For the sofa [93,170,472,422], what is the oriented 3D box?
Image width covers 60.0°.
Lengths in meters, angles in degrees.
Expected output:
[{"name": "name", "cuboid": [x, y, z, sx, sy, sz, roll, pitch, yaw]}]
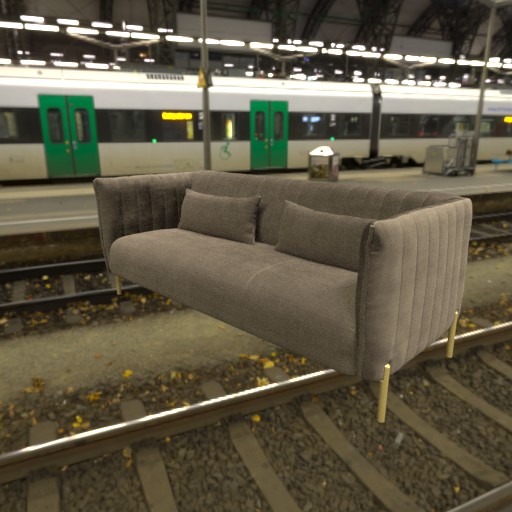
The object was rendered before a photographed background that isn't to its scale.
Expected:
[{"name": "sofa", "cuboid": [0.000, 0.000, 2.425, 1.980, 0.780, 0.876, 15, 22, 42]}]
